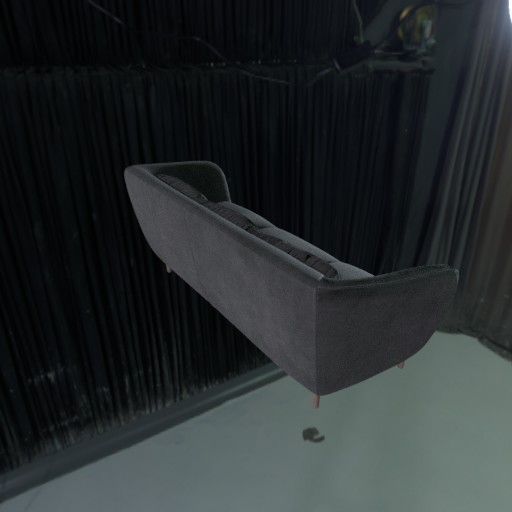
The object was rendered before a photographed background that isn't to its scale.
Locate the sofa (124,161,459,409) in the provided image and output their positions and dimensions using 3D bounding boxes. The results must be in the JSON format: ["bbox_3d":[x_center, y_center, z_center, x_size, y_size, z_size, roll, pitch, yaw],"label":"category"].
[{"bbox_3d":[0.000,0.000,2.810,0.956,0.875,2.296,-17,32,-31],"label":"sofa"}]
